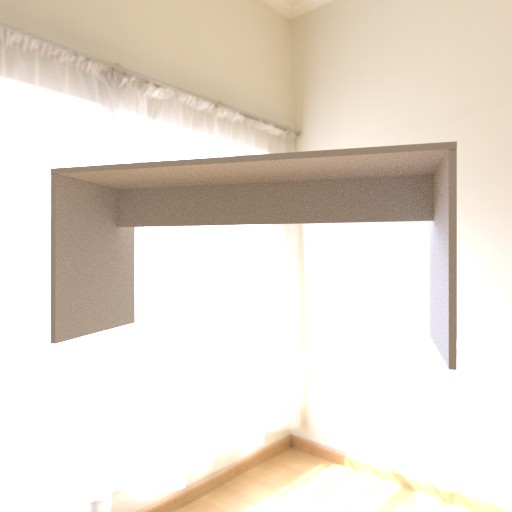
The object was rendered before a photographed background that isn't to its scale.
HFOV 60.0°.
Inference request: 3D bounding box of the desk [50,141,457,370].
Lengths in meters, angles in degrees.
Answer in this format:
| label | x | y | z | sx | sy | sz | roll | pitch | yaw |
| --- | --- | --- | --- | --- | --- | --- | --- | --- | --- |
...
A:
| label | x | y | z | sx | sy | sz | roll | pitch | yaw |
| --- | --- | --- | --- | --- | --- | --- | --- | --- | --- |
| desk | 0.000 | 0.000 | 2.057 | 1.600 | 0.750 | 0.802 | 0 | 0 | 16 |
